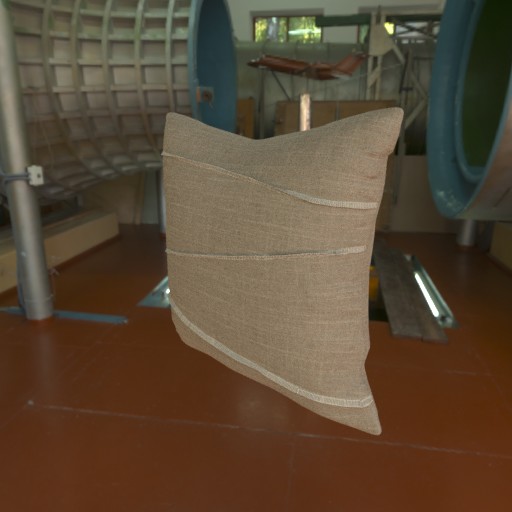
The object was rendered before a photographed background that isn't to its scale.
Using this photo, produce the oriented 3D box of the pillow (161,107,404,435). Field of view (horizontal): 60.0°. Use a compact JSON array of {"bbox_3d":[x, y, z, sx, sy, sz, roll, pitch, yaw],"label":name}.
[{"bbox_3d":[0.000,0.000,0.640,0.424,0.400,0.169,15,23,41],"label":"pillow"}]
